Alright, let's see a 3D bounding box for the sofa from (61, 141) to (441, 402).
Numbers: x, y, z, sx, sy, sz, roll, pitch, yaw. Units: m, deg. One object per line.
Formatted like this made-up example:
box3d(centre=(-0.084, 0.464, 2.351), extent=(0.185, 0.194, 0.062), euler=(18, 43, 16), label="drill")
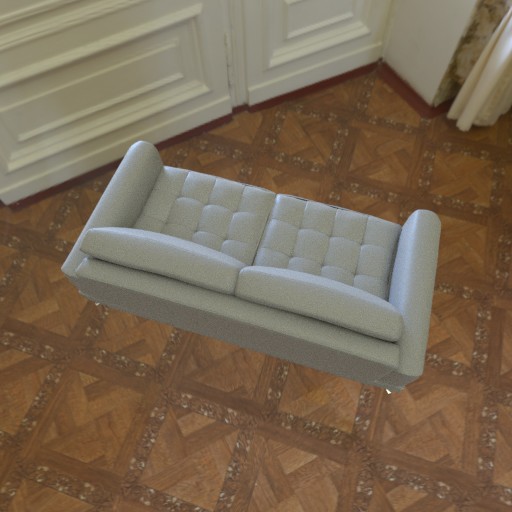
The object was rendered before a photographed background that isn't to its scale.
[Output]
box3d(centre=(0.000, 0.000, 2.840), extent=(2.177, 0.930, 1.121), euler=(15, 64, 8), label="sofa")
